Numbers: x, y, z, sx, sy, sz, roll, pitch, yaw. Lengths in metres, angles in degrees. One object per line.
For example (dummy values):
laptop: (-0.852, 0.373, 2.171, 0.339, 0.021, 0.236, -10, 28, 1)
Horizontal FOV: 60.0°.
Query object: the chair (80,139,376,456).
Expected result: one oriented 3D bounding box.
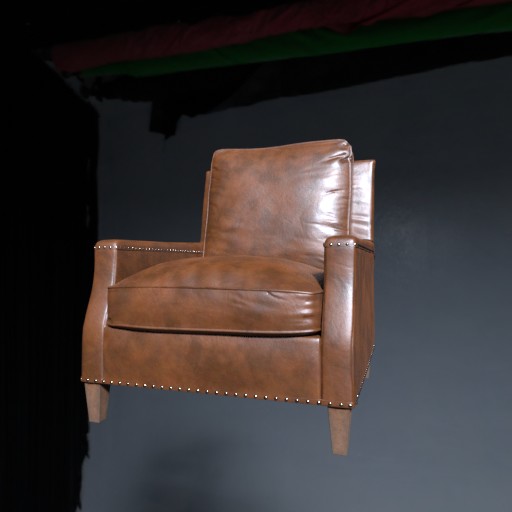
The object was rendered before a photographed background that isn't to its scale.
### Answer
chair: (0.000, 0.000, 1.723, 0.854, 1.054, 1.035, 0, -1, 18)
